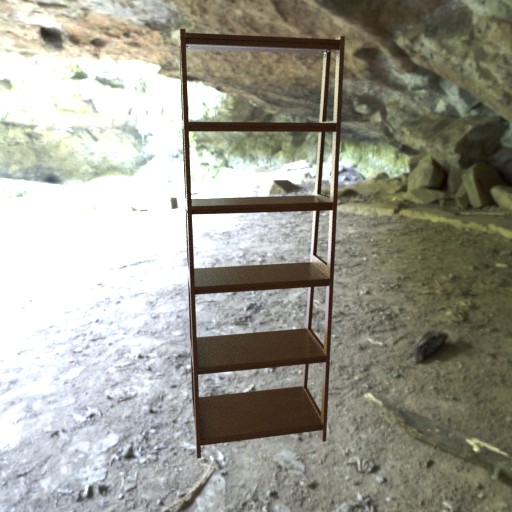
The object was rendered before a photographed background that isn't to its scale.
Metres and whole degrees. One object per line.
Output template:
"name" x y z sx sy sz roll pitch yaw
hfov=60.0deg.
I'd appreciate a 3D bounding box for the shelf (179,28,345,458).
"shelf" 0.000 0.000 2.142 0.660 1.892 0.382 -3 15 -11
